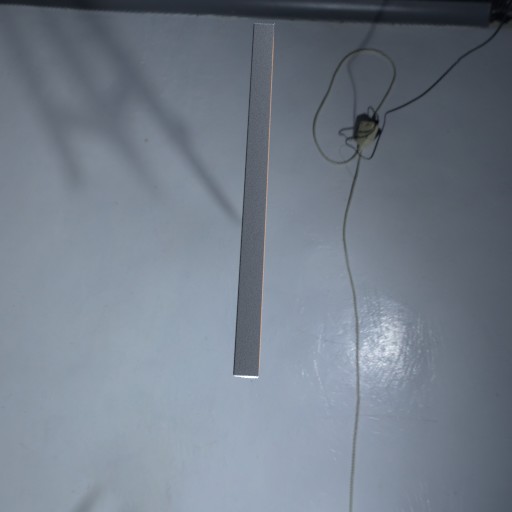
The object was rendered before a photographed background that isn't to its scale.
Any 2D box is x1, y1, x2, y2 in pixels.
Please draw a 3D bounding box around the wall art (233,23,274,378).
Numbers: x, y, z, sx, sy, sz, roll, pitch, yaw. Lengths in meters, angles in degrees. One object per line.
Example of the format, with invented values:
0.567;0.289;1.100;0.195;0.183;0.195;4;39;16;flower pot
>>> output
0.000;0.000;0.765;0.025;0.608;0.405;3;75;1;wall art
